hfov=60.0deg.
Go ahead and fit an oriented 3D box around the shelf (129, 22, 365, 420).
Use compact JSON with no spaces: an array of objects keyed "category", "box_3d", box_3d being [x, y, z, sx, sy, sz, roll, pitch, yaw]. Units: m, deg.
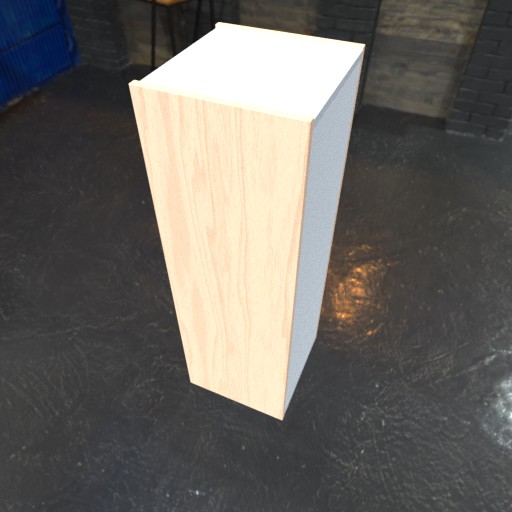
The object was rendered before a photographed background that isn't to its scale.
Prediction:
[{"category":"shelf","box_3d":[0.000,0.000,1.045,0.290,0.900,0.300,17,48,16]}]
